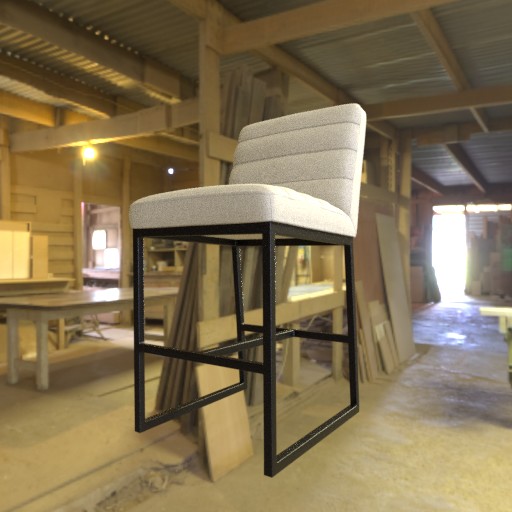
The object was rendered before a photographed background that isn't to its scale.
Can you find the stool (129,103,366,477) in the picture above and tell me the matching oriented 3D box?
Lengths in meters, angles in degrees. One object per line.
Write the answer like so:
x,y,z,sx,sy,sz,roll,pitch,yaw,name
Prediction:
0.000,0.000,1.271,0.460,0.940,0.560,0,0,35,stool
